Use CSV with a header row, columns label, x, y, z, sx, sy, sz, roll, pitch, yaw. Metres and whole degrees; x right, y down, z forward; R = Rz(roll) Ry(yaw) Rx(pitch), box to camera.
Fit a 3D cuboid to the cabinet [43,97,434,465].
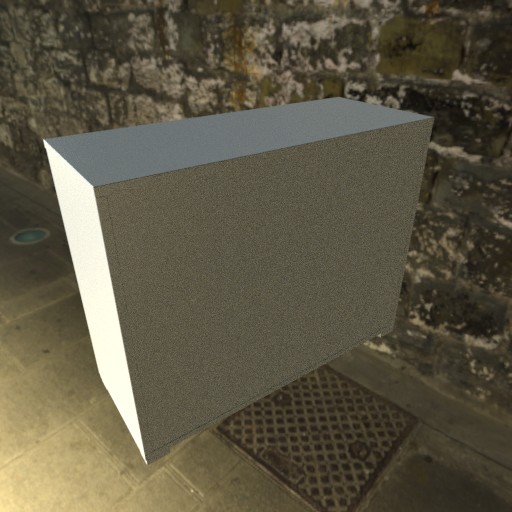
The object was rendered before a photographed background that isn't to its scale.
label,x,y,z,sx,sy,sz,roll,pitch,yaw
cabinet,0.000,0.000,1.395,1.000,0.800,0.400,-19,35,-30
